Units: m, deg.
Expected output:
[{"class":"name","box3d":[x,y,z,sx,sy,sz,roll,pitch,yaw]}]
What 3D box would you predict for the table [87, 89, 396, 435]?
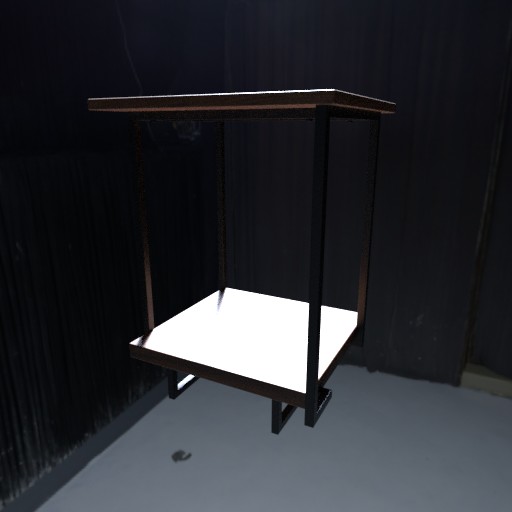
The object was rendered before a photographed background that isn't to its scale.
[{"class":"table","box3d":[0.000,0.000,0.861,0.411,0.567,0.384,8,18,26]}]
